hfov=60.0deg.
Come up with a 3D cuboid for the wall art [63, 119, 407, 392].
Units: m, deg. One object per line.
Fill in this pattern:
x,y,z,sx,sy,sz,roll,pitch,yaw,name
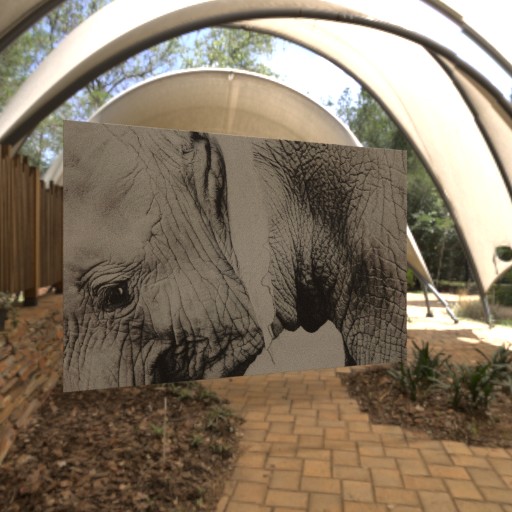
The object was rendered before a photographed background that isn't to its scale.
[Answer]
0.000,0.000,1.143,0.914,0.607,0.023,0,0,-19,wall art
